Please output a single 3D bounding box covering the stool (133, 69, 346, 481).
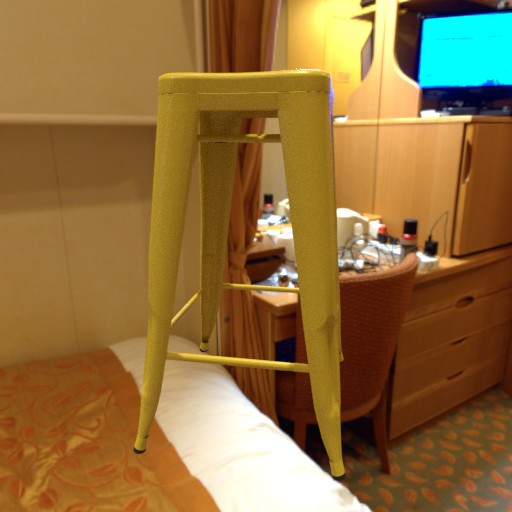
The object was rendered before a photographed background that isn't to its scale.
[{"bbox_3d":[0.000,0.000,0.829,0.359,0.609,0.399,3,15,10],"label":"stool"}]
